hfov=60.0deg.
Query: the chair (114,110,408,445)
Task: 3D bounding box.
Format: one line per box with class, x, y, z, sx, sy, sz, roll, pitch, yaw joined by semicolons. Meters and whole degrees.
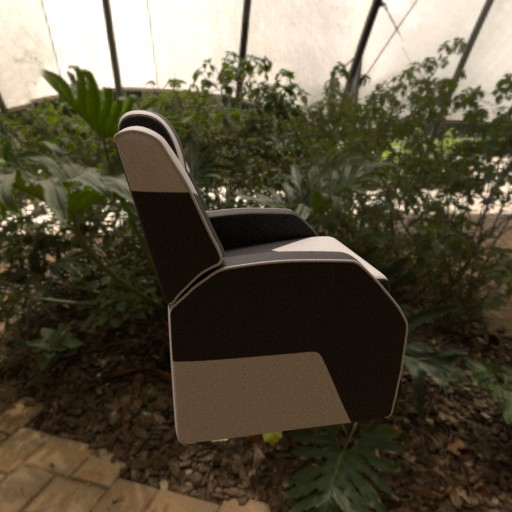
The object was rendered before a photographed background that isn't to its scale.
chair;0.000;0.000;1.290;0.672;0.805;0.620;-3;18;-10
